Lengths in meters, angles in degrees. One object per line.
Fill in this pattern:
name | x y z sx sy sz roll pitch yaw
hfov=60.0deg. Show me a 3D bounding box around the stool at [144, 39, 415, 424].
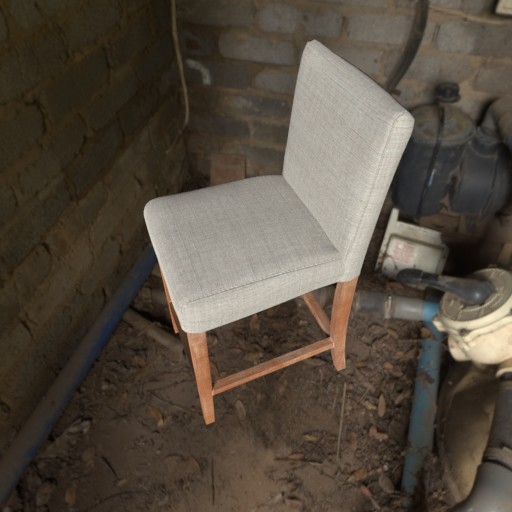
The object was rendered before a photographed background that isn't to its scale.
stool | 0.000 0.000 1.332 0.567 1.039 0.454 -17 49 -15
